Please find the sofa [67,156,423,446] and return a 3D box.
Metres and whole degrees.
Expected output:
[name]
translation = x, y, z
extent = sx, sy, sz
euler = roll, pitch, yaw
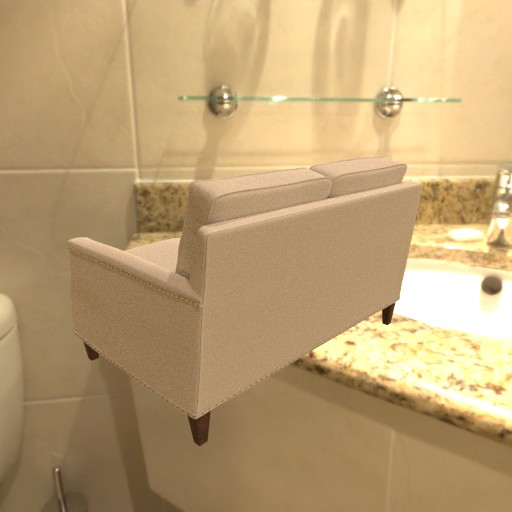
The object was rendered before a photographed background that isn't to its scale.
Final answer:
[sofa]
translation = 0.000, 0.000, 2.333
extent = 1.084, 1.003, 1.597
euler = 16, 24, 42
